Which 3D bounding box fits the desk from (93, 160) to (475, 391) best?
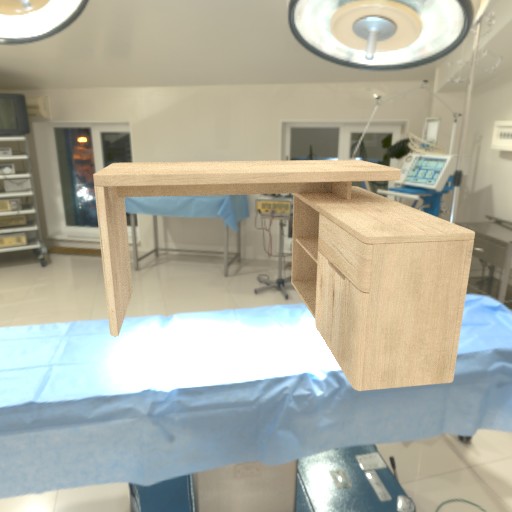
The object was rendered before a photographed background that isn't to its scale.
[{"bbox_3d":[0.000,0.000,2.070,1.400,0.770,1.175,-3,17,-8],"label":"desk"}]
